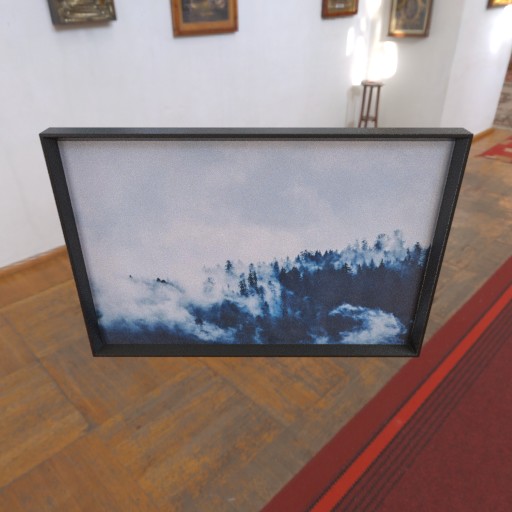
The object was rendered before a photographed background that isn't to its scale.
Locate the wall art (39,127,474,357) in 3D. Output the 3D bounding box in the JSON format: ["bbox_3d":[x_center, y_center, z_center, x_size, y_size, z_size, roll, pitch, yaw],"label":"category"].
[{"bbox_3d":[0.000,0.000,1.139,0.939,0.640,0.058,0,30,0],"label":"wall art"}]
